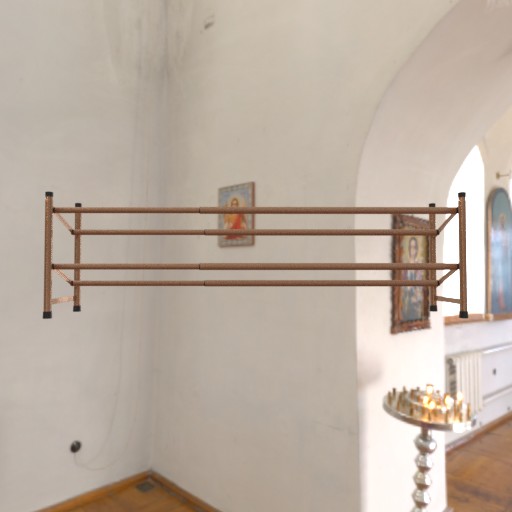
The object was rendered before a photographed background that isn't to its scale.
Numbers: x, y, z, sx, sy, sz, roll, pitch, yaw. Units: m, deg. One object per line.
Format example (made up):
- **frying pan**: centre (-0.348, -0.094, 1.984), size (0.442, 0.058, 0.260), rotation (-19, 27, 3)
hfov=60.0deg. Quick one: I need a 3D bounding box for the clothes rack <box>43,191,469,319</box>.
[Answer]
- **clothes rack**: centre (0.000, 0.000, 1.326), size (1.168, 0.349, 0.229), rotation (0, -2, 0)
